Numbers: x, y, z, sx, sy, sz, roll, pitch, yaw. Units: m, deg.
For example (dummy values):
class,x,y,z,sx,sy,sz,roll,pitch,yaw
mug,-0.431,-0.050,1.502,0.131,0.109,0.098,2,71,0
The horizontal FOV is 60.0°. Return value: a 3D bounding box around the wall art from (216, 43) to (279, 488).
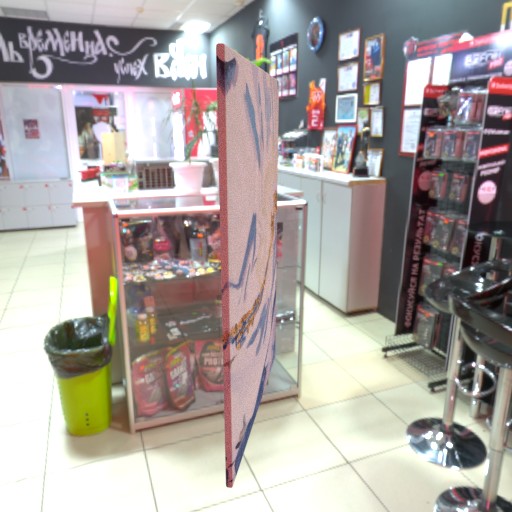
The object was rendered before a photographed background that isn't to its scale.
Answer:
class,x,y,z,sx,sy,sz,roll,pitch,yaw
wall art,0.000,0.000,1.155,0.016,0.914,0.610,3,16,11
